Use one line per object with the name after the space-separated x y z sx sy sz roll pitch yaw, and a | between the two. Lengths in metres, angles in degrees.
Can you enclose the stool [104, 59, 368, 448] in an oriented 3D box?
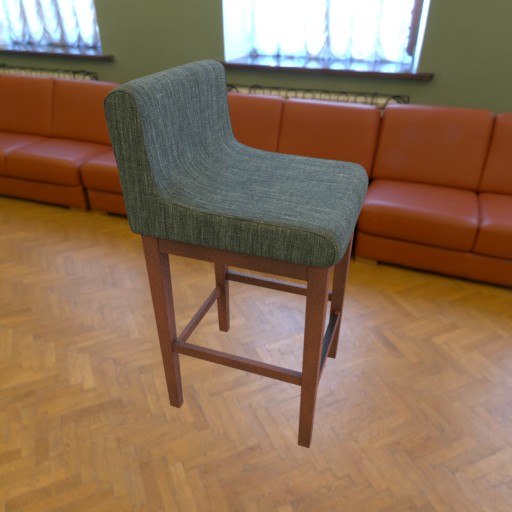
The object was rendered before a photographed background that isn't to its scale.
0.000 0.000 1.085 0.459 0.835 0.395 11 33 17 | stool
